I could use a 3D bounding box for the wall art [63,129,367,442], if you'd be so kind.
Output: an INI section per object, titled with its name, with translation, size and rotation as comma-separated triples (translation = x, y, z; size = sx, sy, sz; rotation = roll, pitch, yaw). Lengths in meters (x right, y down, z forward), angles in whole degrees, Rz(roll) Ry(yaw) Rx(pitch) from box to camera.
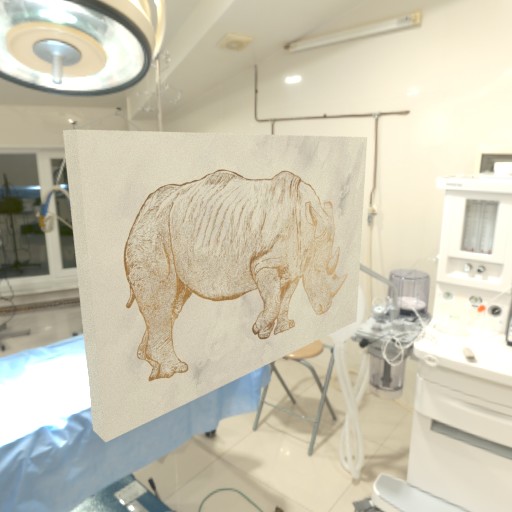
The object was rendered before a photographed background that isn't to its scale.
[wall art]
translation = 0.000, 0.000, 0.771
size = 0.609, 0.407, 0.038
rotation = -13, 19, -43
